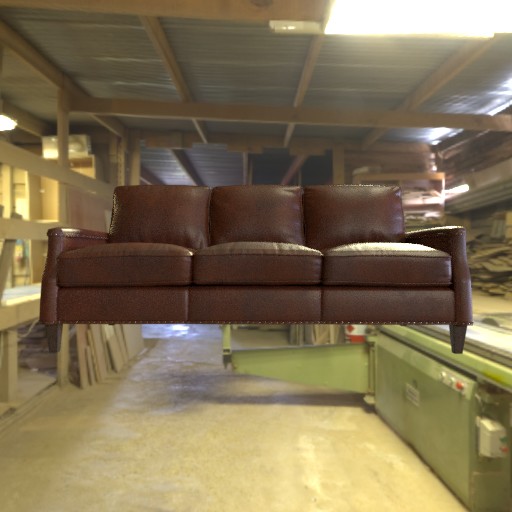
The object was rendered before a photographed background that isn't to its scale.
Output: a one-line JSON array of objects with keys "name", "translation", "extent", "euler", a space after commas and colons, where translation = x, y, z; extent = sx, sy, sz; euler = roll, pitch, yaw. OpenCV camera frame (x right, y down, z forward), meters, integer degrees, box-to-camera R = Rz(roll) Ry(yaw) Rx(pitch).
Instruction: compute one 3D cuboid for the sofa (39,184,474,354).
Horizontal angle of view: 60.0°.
[{"name": "sofa", "translation": [0.000, 0.000, 2.786], "extent": [2.240, 1.003, 1.084], "euler": [0, 0, 1]}]
